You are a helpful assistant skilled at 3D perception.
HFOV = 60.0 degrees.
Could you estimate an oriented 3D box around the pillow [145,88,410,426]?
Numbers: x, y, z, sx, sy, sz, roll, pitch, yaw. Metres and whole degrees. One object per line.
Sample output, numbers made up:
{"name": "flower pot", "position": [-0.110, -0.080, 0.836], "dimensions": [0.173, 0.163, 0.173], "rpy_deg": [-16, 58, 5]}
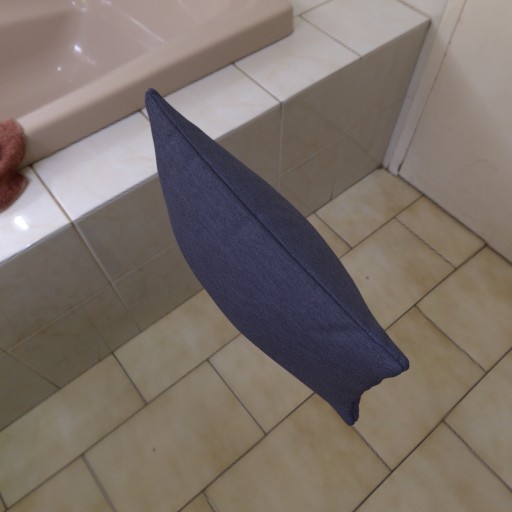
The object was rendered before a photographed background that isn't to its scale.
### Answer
{"name": "pillow", "position": [0.000, 0.000, 0.804], "dimensions": [0.210, 0.338, 0.633], "rpy_deg": [-33, 64, -18]}
